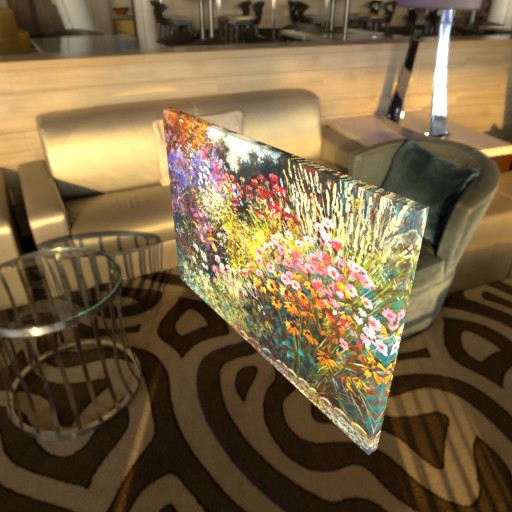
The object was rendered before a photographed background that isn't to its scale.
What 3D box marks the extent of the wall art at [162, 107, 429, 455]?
[{"bbox_3d":[0.000,0.000,1.470,0.042,0.760,1.136,-20,36,-31],"label":"wall art"}]
